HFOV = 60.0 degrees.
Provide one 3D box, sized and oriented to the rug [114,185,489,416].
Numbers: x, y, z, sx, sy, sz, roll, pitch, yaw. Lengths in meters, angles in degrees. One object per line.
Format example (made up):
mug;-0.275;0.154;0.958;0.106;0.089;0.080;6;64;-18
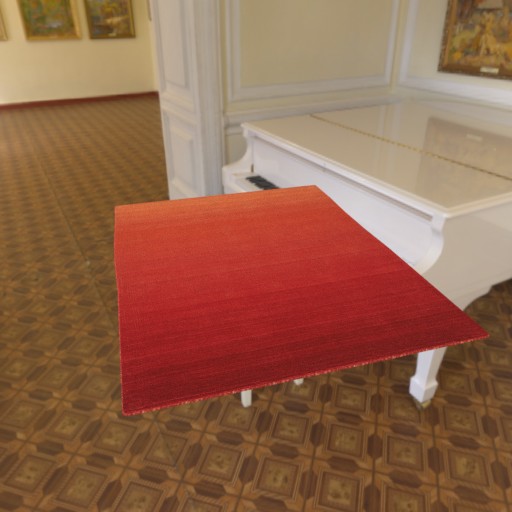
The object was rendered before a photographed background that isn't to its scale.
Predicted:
rug;0.000;0.000;3.813;2.340;0.028;2.905;-8;30;-14
